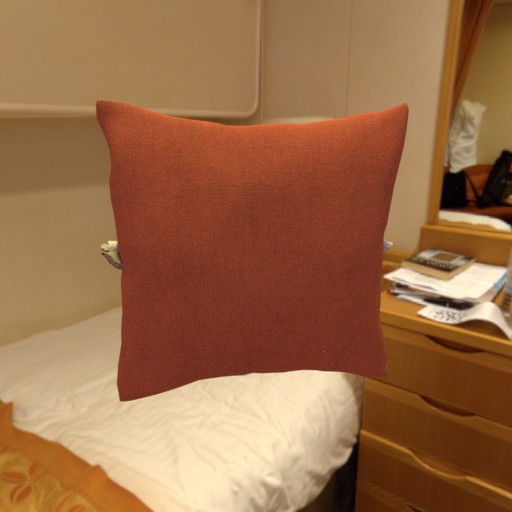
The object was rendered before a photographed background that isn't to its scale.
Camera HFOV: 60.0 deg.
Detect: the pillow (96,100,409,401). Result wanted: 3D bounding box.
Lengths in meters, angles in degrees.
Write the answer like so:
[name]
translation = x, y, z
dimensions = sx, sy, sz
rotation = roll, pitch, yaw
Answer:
[pillow]
translation = 0.000, 0.000, 0.733
dimensions = 0.490, 0.482, 0.165
rotation = -3, 17, -9
